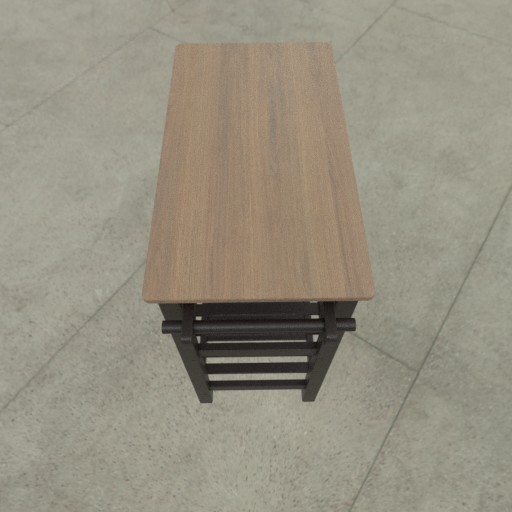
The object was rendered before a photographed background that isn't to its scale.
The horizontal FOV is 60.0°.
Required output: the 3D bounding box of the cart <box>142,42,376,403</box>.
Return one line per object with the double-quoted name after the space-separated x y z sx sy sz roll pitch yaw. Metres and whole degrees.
0.000 0.000 1.457 0.457 0.927 0.899 -1 58 0 "cart"
